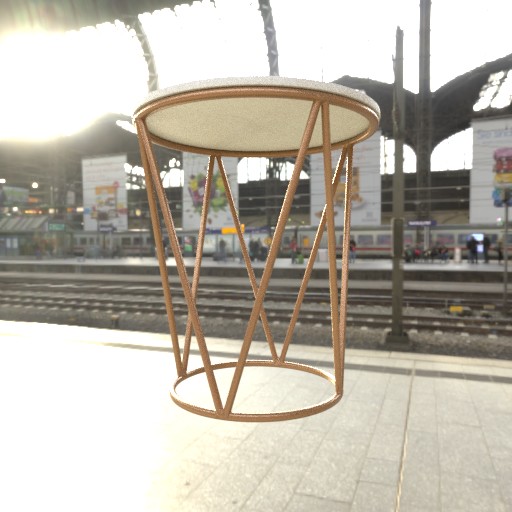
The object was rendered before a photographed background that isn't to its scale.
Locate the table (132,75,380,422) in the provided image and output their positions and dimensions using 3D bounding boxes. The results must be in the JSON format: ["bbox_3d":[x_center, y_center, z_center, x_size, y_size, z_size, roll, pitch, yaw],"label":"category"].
[{"bbox_3d":[0.000,0.000,0.933,0.500,0.564,0.500,0,1,0],"label":"table"}]
